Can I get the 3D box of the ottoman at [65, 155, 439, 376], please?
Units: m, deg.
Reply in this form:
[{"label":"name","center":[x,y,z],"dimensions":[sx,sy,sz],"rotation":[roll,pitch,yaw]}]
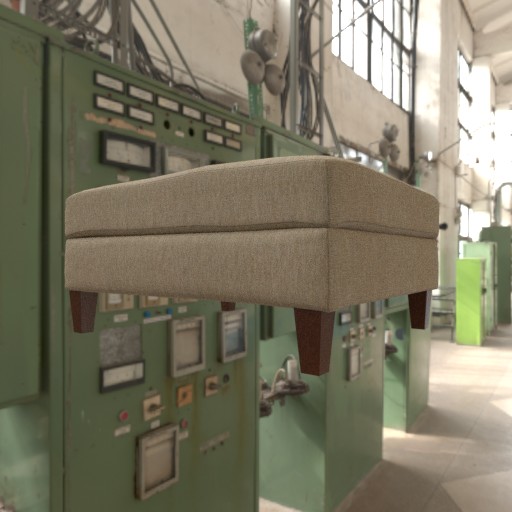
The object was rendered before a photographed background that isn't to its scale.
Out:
[{"label":"ottoman","center":[0.000,0.000,1.472],"dimensions":[0.976,0.492,0.836],"rotation":[0,0,37]}]
